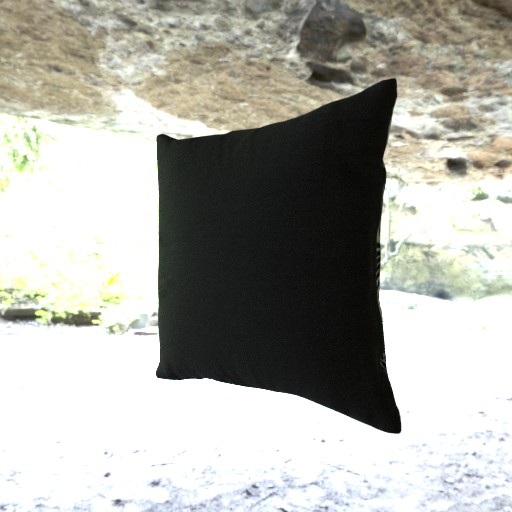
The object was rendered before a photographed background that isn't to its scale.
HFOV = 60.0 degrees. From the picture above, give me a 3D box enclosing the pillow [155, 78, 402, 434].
[{"bbox_3d":[0.000,0.000,0.661,0.432,0.432,0.139,0,0,36],"label":"pillow"}]
